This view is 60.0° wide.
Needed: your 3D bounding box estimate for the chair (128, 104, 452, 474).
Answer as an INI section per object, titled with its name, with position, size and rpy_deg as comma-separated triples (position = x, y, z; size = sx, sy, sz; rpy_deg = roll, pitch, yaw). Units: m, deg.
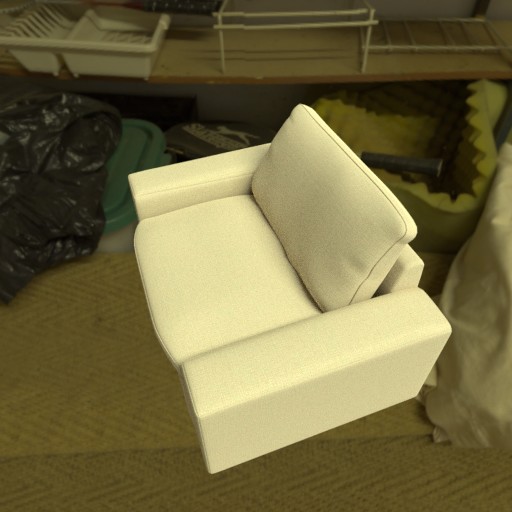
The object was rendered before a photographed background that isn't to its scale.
[chair]
position = 0.000, 0.000, 2.030
size = 1.039, 0.915, 1.398
rpy_deg = -15, 48, -14
